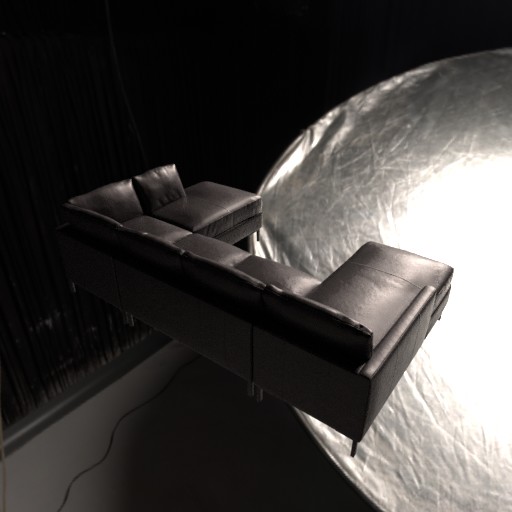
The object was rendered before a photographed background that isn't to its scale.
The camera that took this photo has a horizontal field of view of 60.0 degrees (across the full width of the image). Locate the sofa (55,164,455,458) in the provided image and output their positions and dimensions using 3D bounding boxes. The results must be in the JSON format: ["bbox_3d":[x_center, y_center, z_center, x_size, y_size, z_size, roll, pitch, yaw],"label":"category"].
[{"bbox_3d":[0.000,0.000,3.800,2.956,0.900,1.939,20,36,31],"label":"sofa"}]
